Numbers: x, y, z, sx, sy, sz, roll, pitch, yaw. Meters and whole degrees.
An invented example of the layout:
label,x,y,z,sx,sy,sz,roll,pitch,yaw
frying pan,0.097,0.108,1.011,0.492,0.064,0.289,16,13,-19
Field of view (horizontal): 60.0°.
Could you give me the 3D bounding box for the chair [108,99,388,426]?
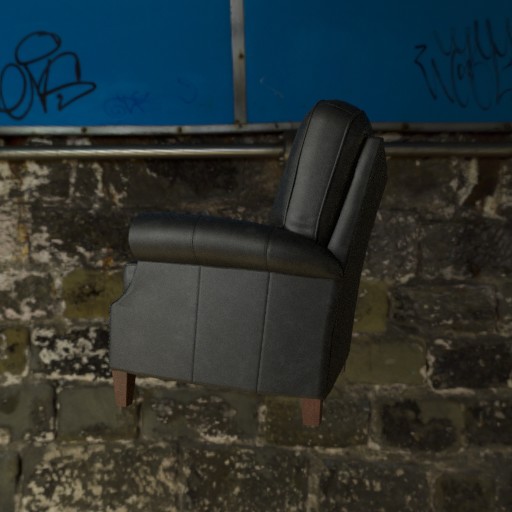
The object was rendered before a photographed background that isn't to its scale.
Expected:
label,x,y,z,sx,sy,sz,roll,pitch,yaw
chair,0.000,0.000,1.742,0.986,1.018,0.936,0,0,18
